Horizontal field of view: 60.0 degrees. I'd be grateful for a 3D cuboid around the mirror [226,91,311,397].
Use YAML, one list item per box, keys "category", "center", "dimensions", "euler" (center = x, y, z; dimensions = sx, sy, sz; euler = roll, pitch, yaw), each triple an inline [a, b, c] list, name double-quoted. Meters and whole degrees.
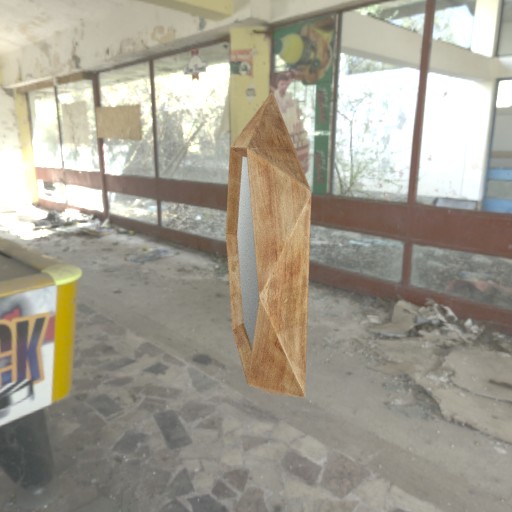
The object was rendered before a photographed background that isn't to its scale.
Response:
- category: "mirror"
  center: [0.000, 0.000, 1.111]
  dimensions: [0.091, 0.779, 0.675]
  euler: [-2, 14, -9]
